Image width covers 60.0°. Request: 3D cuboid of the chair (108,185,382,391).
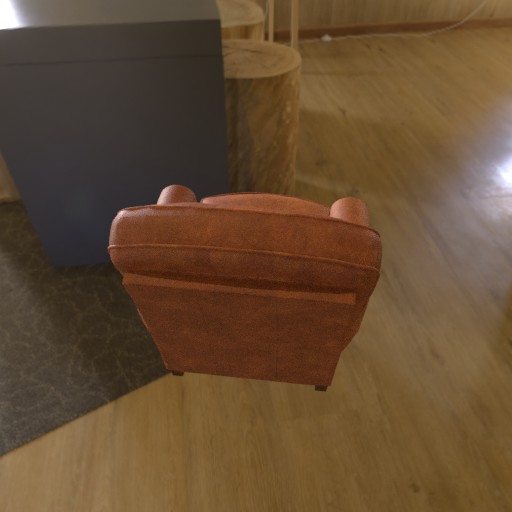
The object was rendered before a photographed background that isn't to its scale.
[{"bbox_3d":[0.000,0.000,1.850,0.936,1.018,0.986,5,46,5],"label":"chair"}]
